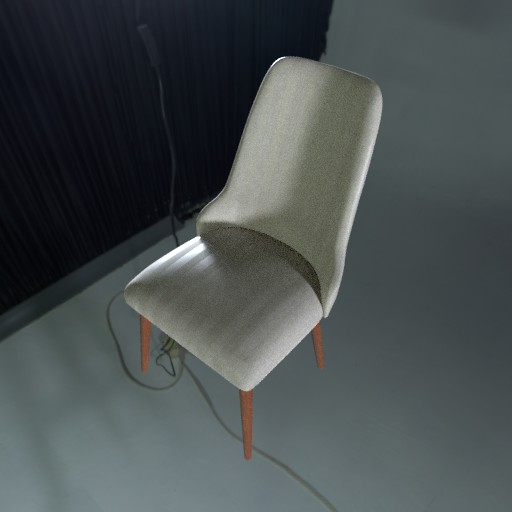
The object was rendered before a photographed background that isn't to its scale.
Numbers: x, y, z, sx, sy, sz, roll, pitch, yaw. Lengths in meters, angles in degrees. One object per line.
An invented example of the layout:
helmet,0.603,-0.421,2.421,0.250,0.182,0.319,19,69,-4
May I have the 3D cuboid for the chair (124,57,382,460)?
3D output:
chair,0.000,0.000,1.319,0.526,0.917,0.684,30,52,27
